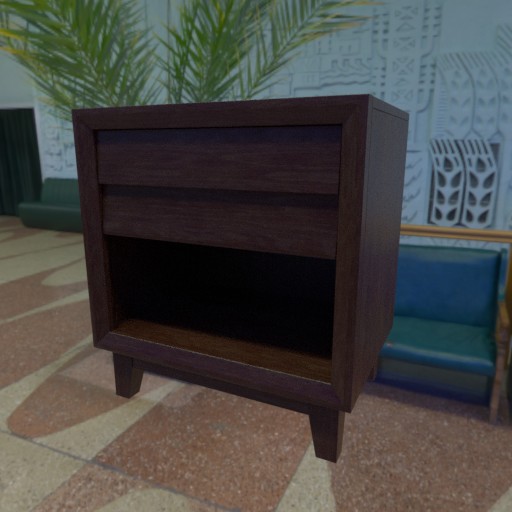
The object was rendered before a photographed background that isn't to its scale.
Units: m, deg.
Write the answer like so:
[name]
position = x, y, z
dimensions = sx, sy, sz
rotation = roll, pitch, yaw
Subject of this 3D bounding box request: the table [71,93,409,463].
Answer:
[table]
position = 0.000, 0.000, 0.984
dimensions = 0.557, 0.609, 0.449
rotation = 7, 15, 25
